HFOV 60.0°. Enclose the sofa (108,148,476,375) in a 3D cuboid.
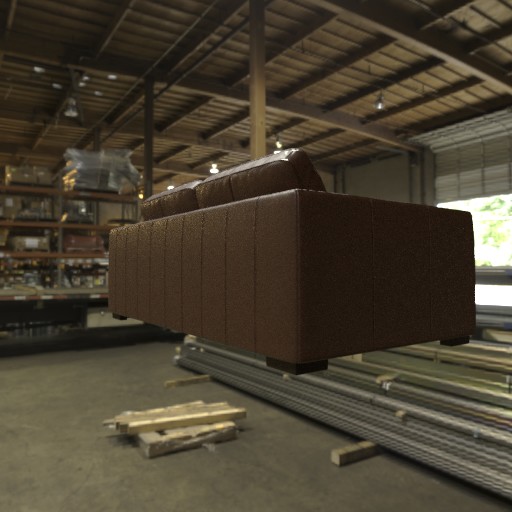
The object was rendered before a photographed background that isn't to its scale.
[{"bbox_3d":[0.000,0.000,2.430,1.070,0.800,1.920,1,-2,-35],"label":"sofa"}]
